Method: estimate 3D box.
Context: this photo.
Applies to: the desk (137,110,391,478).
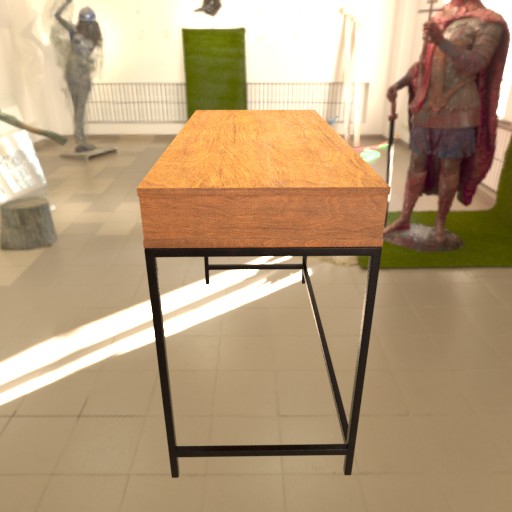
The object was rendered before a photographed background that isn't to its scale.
[{"bbox_3d":[0.000,0.000,1.419,0.470,0.762,1.016,0,26,-1],"label":"desk"}]
